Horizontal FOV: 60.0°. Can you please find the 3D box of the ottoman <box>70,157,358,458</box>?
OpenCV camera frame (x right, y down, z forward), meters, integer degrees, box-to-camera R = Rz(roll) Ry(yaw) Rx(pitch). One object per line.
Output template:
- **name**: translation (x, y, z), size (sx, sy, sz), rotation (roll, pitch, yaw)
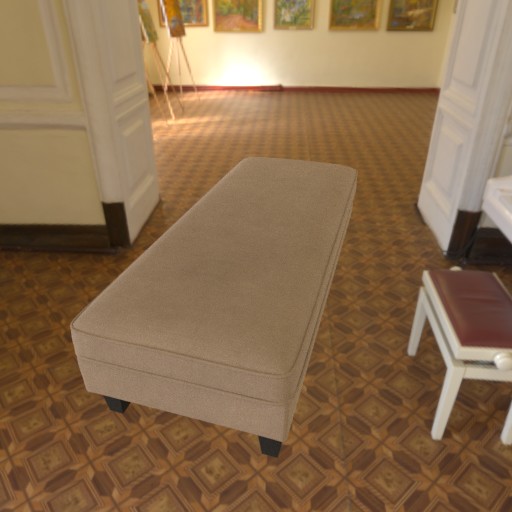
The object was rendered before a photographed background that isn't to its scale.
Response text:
- **ottoman**: translation (0.000, 0.000, 2.020), size (0.735, 0.460, 1.726), rotation (9, 31, 15)
